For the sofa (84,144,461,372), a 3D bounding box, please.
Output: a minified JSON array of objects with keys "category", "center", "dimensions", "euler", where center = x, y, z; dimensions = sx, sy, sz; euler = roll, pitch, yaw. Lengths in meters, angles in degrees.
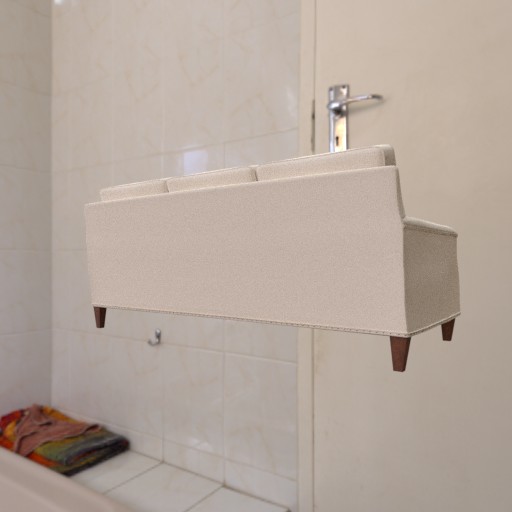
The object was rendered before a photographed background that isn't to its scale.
[{"category":"sofa","center":[0.000,0.000,2.845],"dimensions":[2.246,1.003,1.084],"euler":[0,-1,36]}]
